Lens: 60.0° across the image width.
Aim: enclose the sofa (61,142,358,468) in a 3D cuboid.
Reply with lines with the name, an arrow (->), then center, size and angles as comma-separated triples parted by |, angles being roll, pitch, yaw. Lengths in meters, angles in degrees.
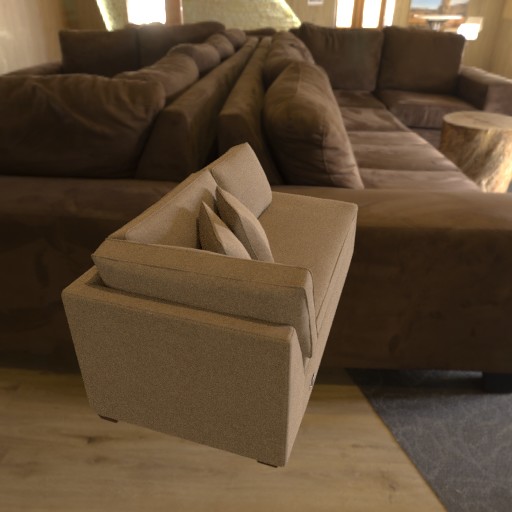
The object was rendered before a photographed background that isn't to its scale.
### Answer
sofa -> 0.000, 0.000, 2.872 | 1.110, 1.019, 2.238 | 9, 31, 16
